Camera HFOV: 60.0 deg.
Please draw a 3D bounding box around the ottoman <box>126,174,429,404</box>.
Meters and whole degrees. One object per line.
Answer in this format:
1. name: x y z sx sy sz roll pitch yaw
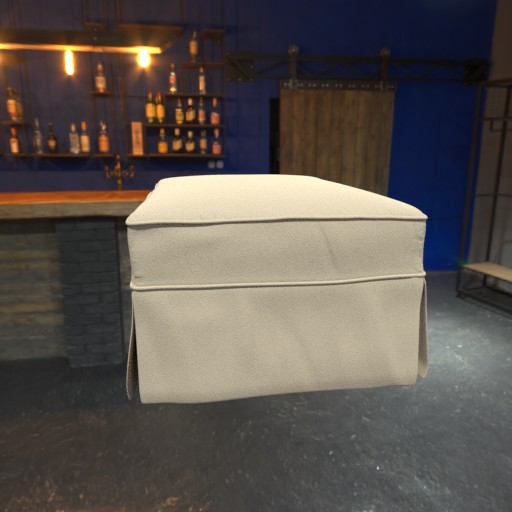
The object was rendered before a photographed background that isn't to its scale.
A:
1. ottoman: 0.000 0.000 1.385 0.721 0.482 0.959 -2 15 -8
